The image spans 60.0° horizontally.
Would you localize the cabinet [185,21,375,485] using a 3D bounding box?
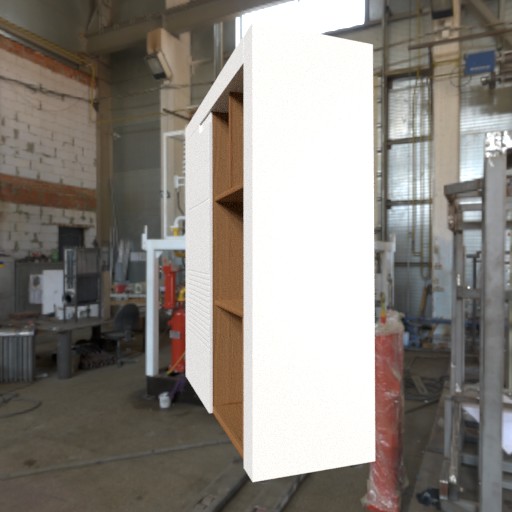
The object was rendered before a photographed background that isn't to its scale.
[{"bbox_3d":[0.000,0.000,1.604,0.348,1.150,0.990,0,0,-18],"label":"cabinet"}]
